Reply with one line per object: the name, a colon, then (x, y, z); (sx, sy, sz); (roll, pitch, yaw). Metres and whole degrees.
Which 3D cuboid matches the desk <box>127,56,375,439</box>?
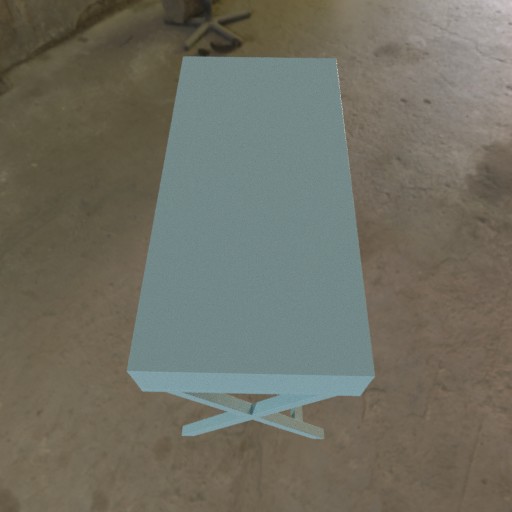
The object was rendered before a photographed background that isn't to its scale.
desk: (0.000, 0.000, 1.510); (0.509, 0.780, 1.059); (1, 58, 1)
